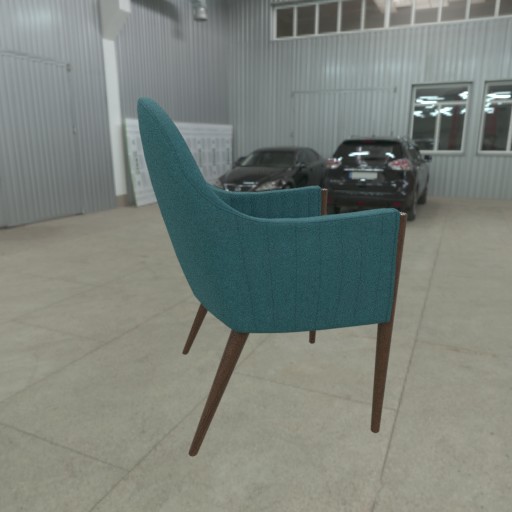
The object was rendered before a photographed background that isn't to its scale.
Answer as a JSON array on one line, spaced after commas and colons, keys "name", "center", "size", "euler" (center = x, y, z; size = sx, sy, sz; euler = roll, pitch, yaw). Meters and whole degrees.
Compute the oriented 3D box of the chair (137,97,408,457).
[{"name": "chair", "center": [0.000, 0.000, 1.362], "size": [0.652, 0.907, 0.656], "euler": [-3, 15, -10]}]
